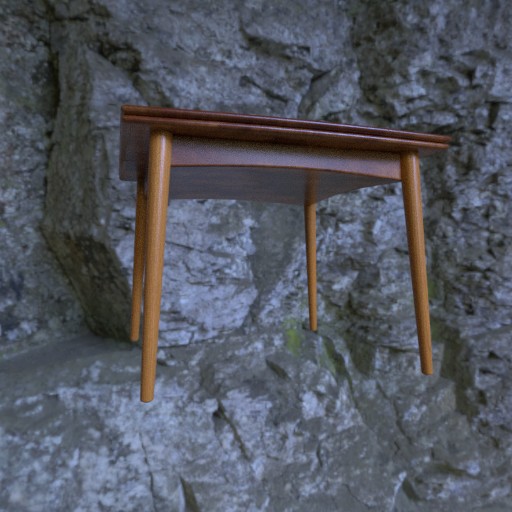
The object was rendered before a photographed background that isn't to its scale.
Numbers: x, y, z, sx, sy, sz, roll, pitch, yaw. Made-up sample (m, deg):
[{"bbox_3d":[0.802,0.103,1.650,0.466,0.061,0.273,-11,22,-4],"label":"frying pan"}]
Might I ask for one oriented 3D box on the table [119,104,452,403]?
[{"bbox_3d":[0.000,0.000,1.683,0.991,0.754,0.991,0,0,-17],"label":"table"}]
